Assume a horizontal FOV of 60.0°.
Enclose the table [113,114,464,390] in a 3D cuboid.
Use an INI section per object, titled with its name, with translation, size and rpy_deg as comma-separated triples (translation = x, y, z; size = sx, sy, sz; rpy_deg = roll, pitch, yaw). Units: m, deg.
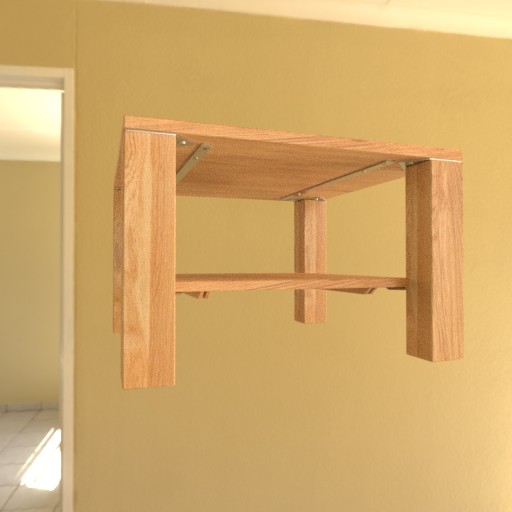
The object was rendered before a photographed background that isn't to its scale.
[table]
translation = 0.000, 0.000, 1.166
size = 0.700, 0.450, 0.700
rpy_deg = 0, -1, -19
